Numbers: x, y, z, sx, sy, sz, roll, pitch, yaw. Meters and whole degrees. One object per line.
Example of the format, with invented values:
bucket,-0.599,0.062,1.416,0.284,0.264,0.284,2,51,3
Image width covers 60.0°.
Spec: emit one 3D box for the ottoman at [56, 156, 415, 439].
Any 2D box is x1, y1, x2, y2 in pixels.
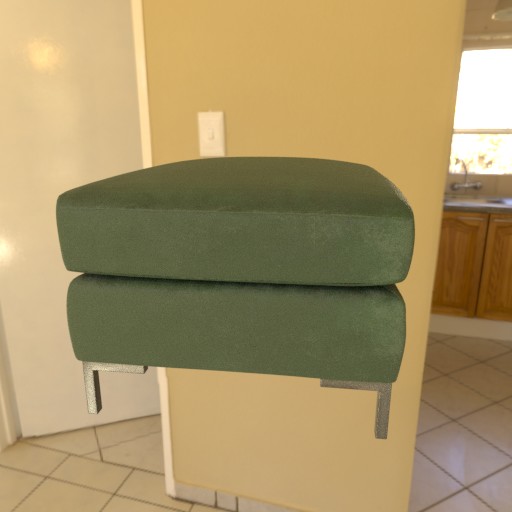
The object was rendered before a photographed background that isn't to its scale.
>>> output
ottoman,0.000,0.000,1.262,0.701,0.538,0.839,2,16,7
